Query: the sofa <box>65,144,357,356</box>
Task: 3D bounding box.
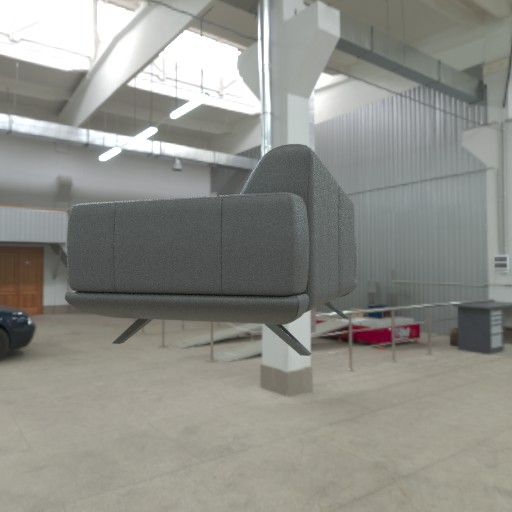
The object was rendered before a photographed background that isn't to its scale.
[{"bbox_3d":[0.000,0.000,2.380,0.900,0.772,1.901,0,-2,18],"label":"sofa"}]
